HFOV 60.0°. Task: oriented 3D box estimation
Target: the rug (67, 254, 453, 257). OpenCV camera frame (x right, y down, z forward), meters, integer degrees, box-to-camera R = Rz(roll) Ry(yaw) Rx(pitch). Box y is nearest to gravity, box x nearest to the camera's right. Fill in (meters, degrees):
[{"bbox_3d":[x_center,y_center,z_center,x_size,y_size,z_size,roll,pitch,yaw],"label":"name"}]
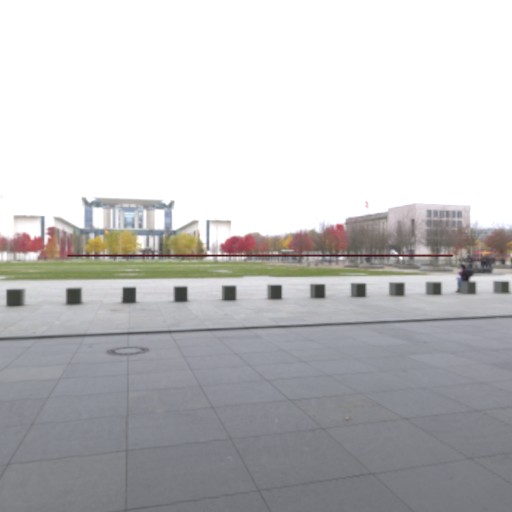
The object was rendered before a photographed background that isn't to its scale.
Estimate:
[{"bbox_3d":[0.000,0.000,2.958,1.535,0.010,2.431,0,0,-1],"label":"rug"}]
